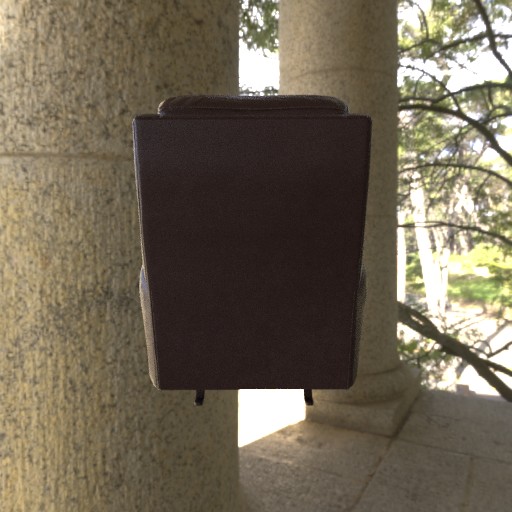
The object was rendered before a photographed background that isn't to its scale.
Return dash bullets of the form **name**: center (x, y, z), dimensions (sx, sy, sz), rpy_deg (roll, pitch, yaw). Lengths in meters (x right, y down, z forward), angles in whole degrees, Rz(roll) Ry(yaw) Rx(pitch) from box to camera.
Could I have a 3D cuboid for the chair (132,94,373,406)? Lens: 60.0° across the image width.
- **chair**: center (0.000, 0.000, 1.798), dimensions (0.829, 1.030, 1.080), rpy_deg (0, 1, 0)
